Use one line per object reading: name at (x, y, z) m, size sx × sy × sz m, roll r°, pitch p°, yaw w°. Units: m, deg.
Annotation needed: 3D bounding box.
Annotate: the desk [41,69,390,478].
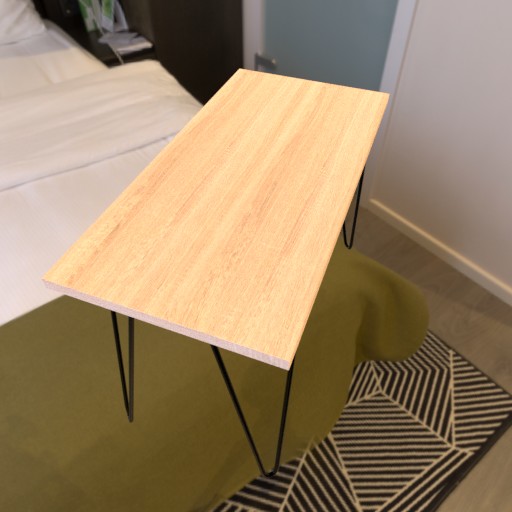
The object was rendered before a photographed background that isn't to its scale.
desk at (0.000, 0.000, 1.343) m, size 0.499 × 0.660 × 0.991 m, roll 16°, pitch 48°, yaw 14°
